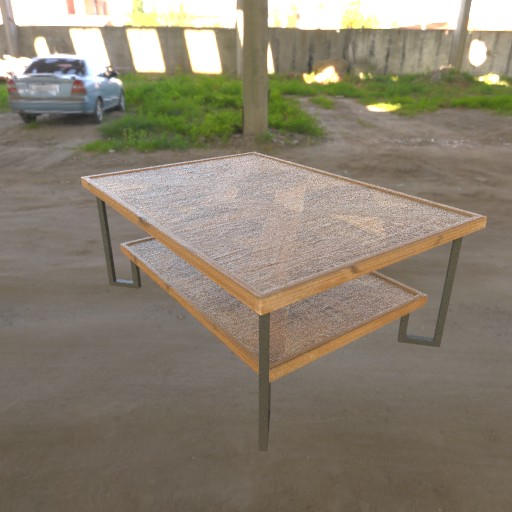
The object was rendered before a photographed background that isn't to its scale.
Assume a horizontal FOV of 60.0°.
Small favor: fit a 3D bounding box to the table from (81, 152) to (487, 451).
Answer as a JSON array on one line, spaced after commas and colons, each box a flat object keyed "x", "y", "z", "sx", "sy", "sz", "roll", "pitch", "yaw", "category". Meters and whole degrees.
[{"x": 0.000, "y": 0.000, "z": 1.696, "sx": 0.877, "sy": 0.492, "sz": 1.238, "roll": -17, "pitch": 29, "yaw": -32, "category": "table"}]
